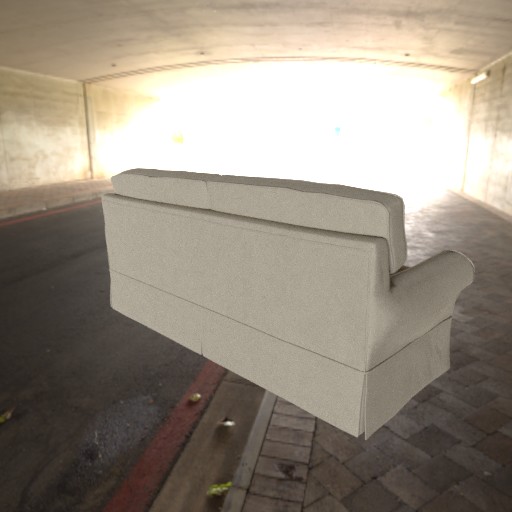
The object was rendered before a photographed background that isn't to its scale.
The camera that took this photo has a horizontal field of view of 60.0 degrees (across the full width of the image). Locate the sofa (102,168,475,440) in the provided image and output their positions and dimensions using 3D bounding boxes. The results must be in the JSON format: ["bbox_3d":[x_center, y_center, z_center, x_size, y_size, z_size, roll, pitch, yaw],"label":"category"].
[{"bbox_3d":[0.000,0.000,2.689,2.246,1.014,0.900,14,20,43],"label":"sofa"}]
